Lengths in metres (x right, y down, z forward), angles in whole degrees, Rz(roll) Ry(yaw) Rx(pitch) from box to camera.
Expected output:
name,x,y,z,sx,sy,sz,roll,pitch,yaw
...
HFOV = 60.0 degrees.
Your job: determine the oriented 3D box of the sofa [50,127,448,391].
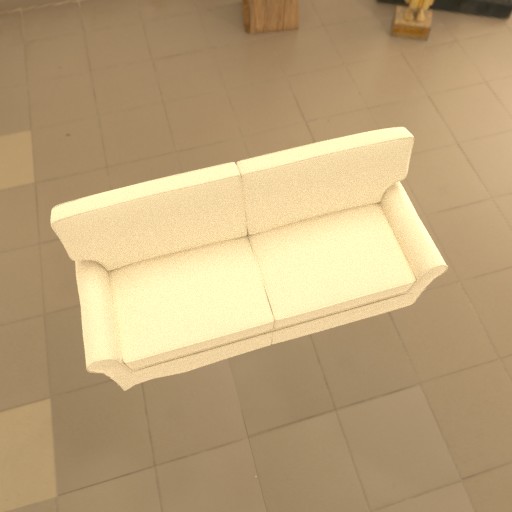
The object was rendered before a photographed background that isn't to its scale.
name,x,y,z,sx,sy,sz,roll,pitch,yaw
sofa,0.000,0.000,2.561,2.021,0.937,0.862,-15,64,-7
